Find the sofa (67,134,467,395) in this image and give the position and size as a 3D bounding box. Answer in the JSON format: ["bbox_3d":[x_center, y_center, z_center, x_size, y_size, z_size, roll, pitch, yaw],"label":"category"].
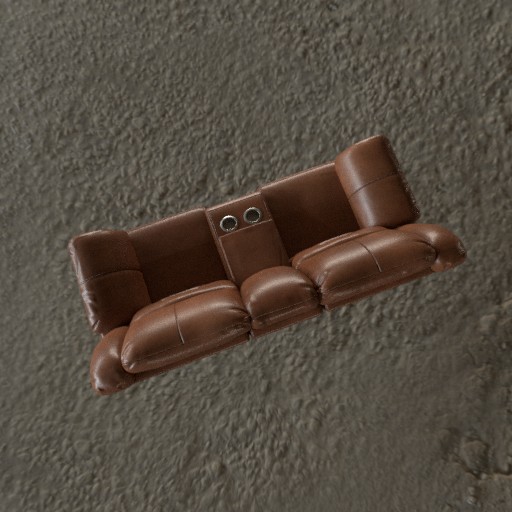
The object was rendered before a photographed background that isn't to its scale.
[{"bbox_3d":[0.000,0.000,2.667,2.058,1.043,0.991,-19,77,-5],"label":"sofa"}]
